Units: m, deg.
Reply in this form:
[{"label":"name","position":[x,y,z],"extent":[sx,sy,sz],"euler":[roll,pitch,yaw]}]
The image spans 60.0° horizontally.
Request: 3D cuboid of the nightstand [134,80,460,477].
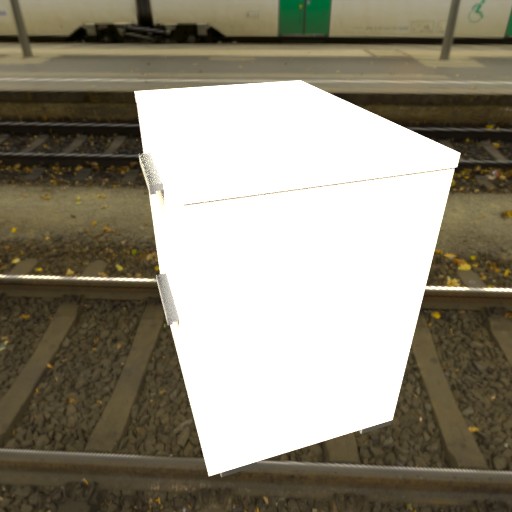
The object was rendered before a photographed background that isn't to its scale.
[{"label":"nightstand","position":[0.000,0.000,0.741],"extent":[0.325,0.460,0.441],"euler":[-10,33,-16]}]
